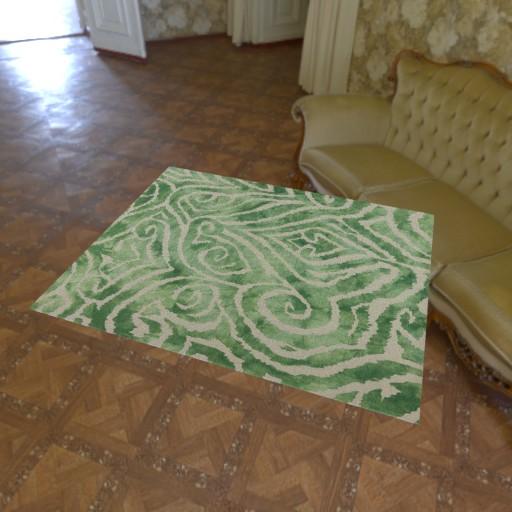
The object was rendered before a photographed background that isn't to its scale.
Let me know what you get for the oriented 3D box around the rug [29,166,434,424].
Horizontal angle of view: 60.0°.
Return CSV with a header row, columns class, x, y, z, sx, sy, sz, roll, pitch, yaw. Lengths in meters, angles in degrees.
class,x,y,z,sx,sy,sz,roll,pitch,yaw
rug,0.000,0.000,4.080,3.045,0.007,2.436,13,42,14
